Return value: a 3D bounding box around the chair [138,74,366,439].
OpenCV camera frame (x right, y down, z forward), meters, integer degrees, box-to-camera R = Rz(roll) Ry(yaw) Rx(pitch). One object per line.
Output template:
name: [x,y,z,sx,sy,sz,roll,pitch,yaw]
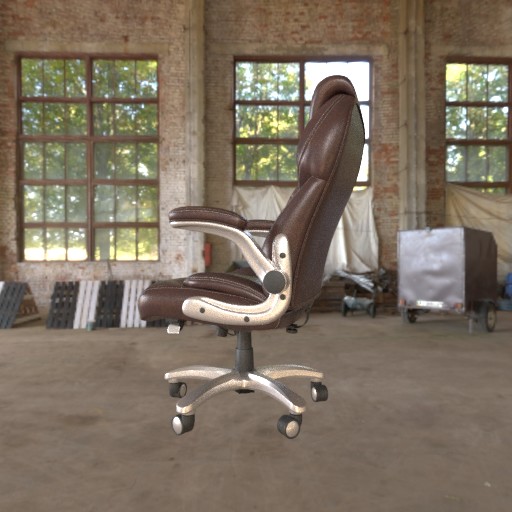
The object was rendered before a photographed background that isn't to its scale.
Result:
chair: [0.000,0.000,1.663,0.774,1.160,0.733,0,1,18]
